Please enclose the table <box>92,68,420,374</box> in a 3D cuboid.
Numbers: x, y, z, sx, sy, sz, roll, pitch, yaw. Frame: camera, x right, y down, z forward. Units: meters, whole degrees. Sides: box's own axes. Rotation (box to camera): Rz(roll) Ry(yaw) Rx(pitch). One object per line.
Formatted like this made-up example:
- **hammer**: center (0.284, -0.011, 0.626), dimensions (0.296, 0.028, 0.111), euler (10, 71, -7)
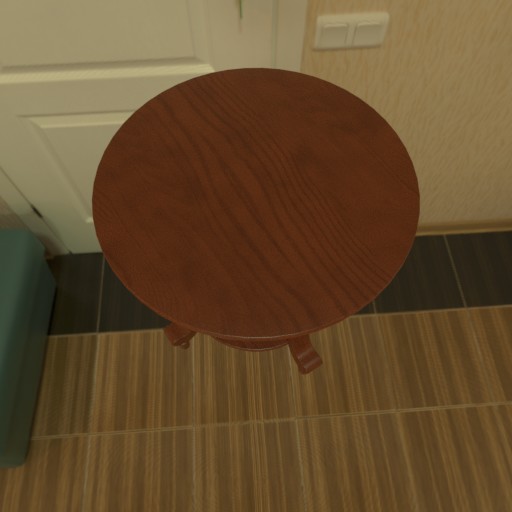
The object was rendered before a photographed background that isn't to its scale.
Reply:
- **table**: center (0.000, 0.000, 1.087), dimensions (0.597, 0.612, 0.597), euler (0, 63, 0)
